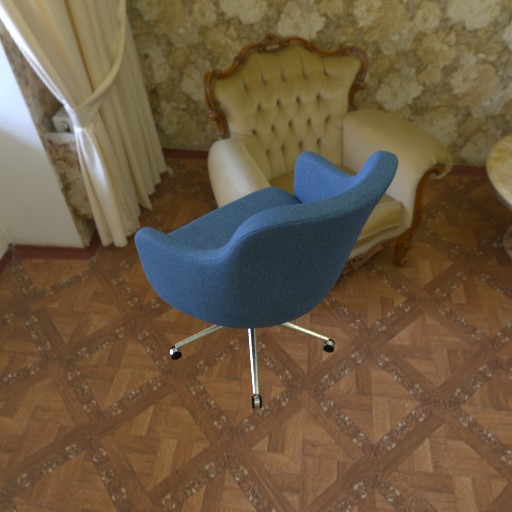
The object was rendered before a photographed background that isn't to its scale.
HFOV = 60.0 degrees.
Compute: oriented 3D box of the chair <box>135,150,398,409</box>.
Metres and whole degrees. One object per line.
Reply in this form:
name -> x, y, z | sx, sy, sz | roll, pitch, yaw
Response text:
chair -> 0.000, 0.000, 1.292 | 0.599, 0.820, 0.655 | -30, 52, -26
